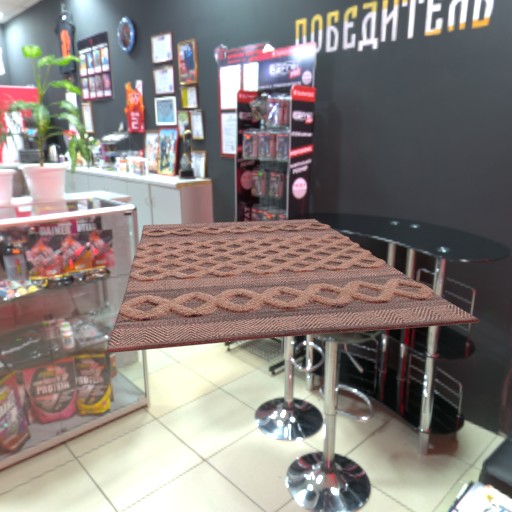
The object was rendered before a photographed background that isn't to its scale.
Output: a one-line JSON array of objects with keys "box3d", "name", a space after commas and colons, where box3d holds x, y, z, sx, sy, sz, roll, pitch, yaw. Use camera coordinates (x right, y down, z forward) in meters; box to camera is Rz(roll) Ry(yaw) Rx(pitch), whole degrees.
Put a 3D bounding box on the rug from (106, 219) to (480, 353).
[{"box3d": [0.000, 0.000, 2.253, 1.222, 0.030, 1.823, -3, 16, -10], "name": "rug"}]
